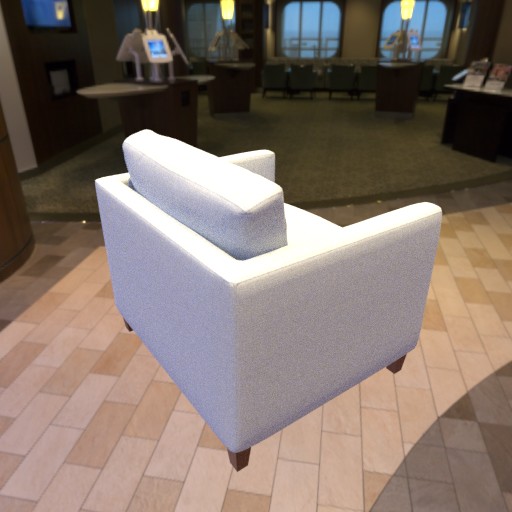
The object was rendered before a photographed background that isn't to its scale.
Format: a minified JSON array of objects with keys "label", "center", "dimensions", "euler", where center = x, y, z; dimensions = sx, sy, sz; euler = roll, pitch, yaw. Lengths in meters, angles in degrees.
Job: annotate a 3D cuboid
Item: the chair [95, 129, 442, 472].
[{"label":"chair","center":[0.000,0.000,1.852],"dimensions":[0.953,0.961,1.107],"euler":[-18,32,-31]}]
